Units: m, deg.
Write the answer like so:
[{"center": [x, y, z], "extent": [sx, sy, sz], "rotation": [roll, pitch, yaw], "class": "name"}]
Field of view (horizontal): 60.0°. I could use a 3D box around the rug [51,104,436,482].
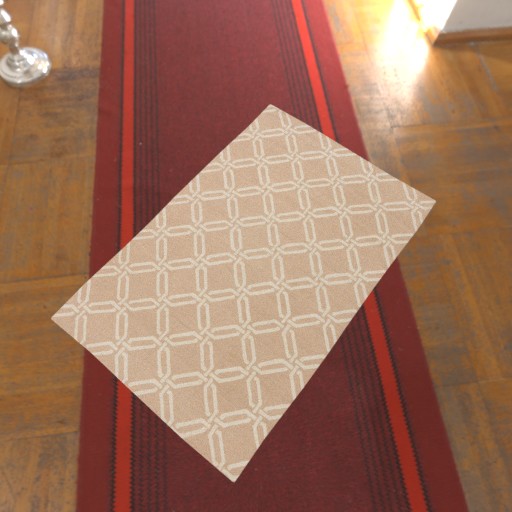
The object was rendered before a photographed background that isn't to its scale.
[{"center": [0.000, 0.000, 2.263], "extent": [1.146, 0.010, 1.745], "rotation": [35, 69, 16], "class": "rug"}]
